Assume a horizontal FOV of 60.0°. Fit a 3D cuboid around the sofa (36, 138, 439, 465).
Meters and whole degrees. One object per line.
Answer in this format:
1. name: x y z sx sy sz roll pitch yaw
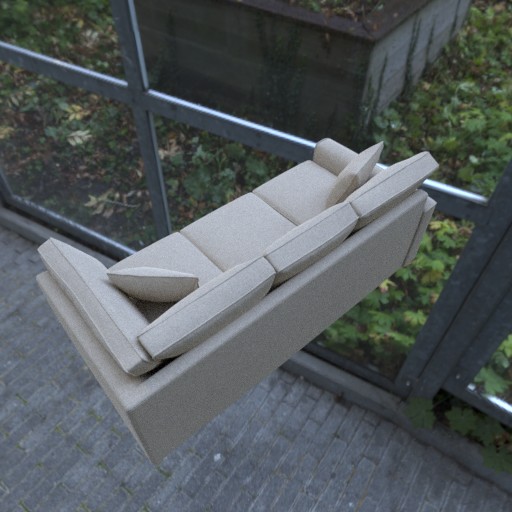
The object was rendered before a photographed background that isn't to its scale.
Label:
1. sofa: 0.000 0.000 2.823 2.317 0.962 1.061 -33 55 -26
